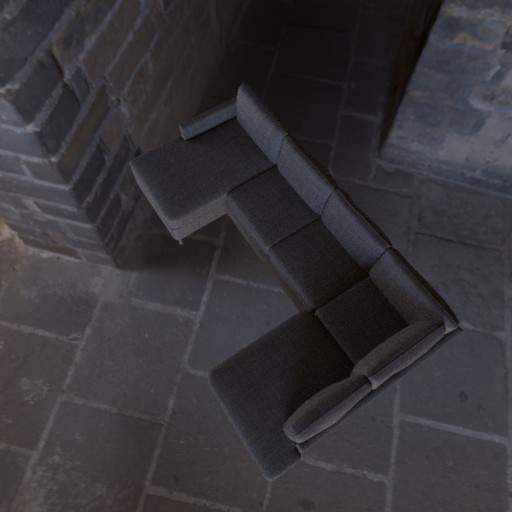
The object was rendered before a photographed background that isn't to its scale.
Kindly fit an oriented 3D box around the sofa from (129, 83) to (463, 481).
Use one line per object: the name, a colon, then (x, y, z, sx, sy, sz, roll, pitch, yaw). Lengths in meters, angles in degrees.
sofa: (0.000, 0.000, 4.345, 2.048, 0.999, 3.423, -31, 68, -14)
